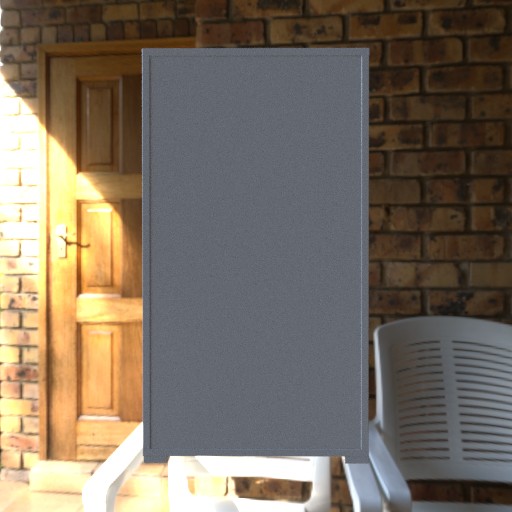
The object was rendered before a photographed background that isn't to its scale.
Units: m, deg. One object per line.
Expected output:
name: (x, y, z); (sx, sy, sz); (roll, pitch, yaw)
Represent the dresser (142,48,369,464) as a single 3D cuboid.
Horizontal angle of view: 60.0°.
dresser: (0.000, 0.000, 1.470); (0.650, 1.190, 0.400); (0, 0, 0)
